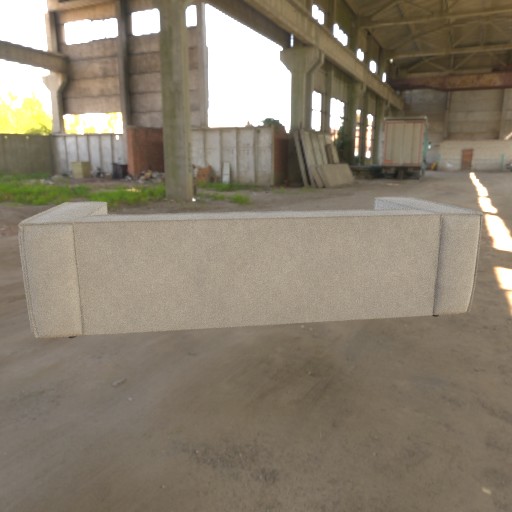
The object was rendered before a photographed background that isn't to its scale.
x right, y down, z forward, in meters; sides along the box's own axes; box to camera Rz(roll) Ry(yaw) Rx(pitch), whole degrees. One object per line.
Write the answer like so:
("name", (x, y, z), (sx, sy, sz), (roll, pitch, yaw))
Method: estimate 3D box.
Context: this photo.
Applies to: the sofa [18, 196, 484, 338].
("sofa", (0.000, 0.000, 3.014), (2.697, 0.680, 1.038), (-2, 13, -8))
